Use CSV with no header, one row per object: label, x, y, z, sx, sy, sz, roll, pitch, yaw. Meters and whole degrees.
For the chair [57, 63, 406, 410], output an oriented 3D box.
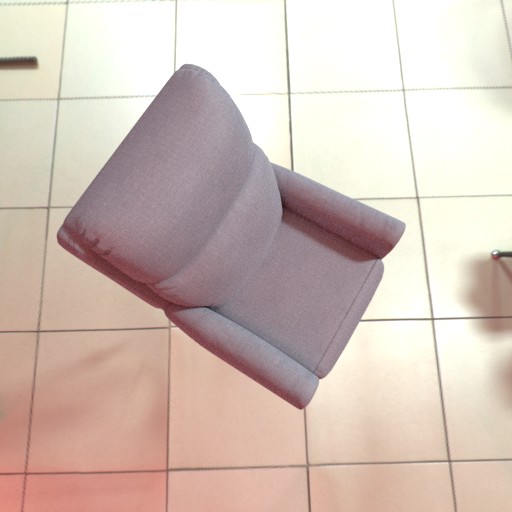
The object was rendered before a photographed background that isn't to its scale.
chair,0.000,0.000,1.792,1.014,1.054,0.838,31,78,7
